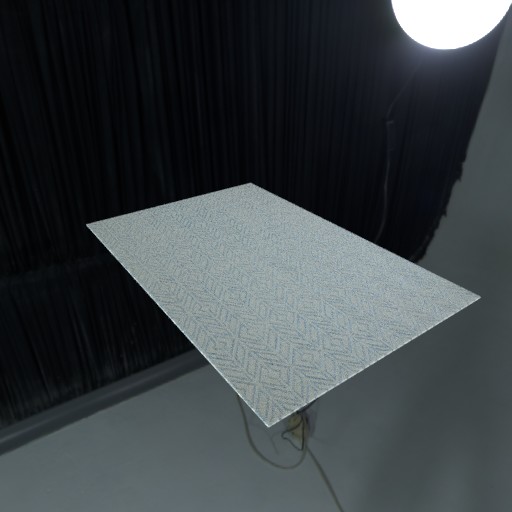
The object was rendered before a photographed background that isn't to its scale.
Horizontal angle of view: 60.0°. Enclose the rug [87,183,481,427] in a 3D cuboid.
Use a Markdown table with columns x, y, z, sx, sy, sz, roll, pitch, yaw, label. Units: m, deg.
| x | y | z | sx | sy | sz | roll | pitch | yaw | label |
| --- | --- | --- | --- | --- | --- | --- | --- | --- | --- |
| 0.000 | 0.000 | 2.359 | 1.220 | 0.008 | 1.824 | -20 | 35 | -31 | rug |
